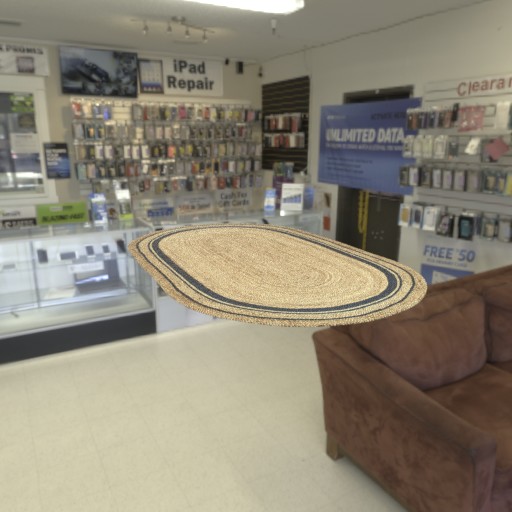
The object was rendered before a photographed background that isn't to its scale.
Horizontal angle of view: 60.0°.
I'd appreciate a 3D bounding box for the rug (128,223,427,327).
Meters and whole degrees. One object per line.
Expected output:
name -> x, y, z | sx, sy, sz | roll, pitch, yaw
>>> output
rug -> 0.000, 0.000, 3.048 | 1.520, 0.006, 2.432 | -8, 17, -26
